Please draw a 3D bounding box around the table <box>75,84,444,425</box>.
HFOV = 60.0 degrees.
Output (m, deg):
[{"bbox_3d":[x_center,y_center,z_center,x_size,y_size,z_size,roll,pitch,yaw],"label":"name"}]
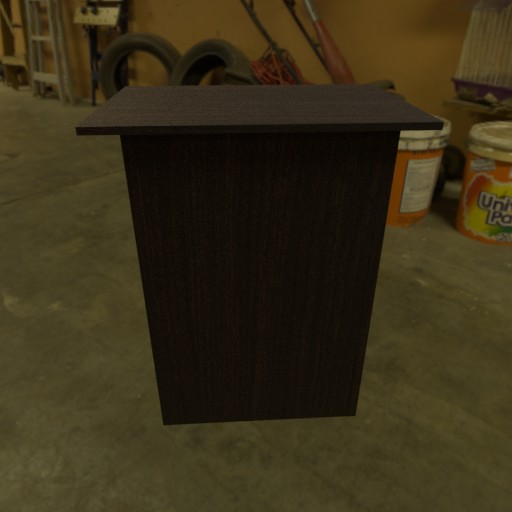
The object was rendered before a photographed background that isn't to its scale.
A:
[{"bbox_3d":[0.000,0.000,1.059,0.591,0.711,0.406,-2,29,-3],"label":"table"}]
